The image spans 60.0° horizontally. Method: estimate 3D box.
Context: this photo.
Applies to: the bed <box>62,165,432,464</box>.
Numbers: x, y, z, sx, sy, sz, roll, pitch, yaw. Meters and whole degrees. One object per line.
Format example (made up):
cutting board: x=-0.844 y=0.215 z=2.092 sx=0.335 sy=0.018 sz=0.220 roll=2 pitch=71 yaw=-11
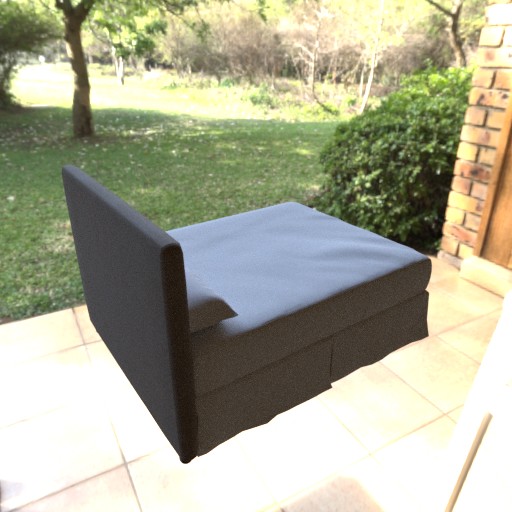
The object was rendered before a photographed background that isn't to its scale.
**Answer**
bed: x=0.000 y=0.000 z=3.224 sx=2.142 sy=1.330 sz=1.723 roll=-17 pitch=30 yaw=-31
